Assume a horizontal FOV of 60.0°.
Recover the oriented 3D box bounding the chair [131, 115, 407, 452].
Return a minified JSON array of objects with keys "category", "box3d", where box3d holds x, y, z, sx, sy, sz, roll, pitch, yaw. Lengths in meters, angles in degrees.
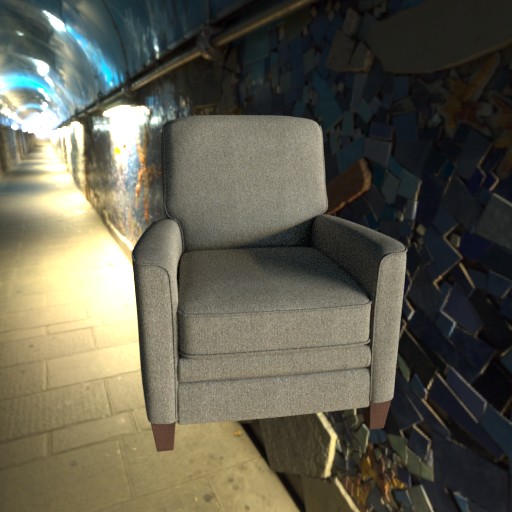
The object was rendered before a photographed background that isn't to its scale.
[{"category":"chair","box3d":[0.000,0.000,1.656,0.841,1.028,0.858,-2,16,-9]}]
